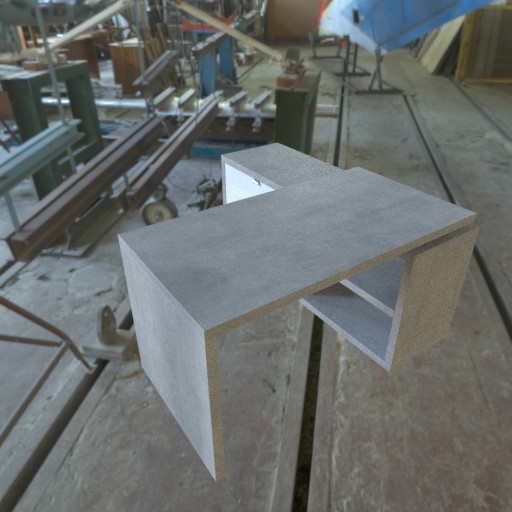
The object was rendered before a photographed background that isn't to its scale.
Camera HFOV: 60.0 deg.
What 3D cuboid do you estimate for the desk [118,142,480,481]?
[{"bbox_3d":[0.000,0.000,2.318,1.400,0.740,1.500,-20,37,-29],"label":"desk"}]
